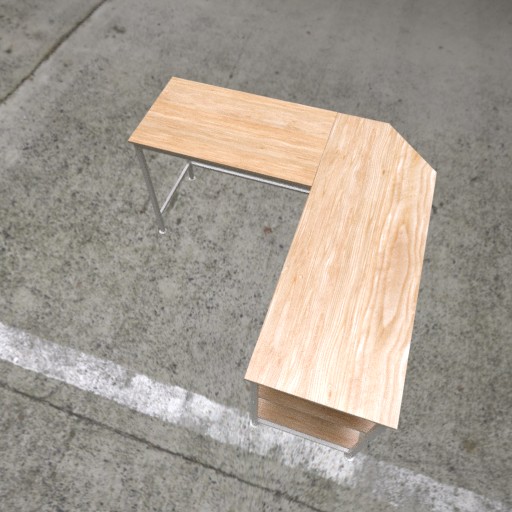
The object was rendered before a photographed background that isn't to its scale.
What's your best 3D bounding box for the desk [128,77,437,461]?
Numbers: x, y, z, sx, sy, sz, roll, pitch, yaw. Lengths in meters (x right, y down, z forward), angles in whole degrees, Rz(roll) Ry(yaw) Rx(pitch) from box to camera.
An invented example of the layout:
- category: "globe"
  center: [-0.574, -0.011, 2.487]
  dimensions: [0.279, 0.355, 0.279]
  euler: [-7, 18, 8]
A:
- category: "desk"
  center: [0.000, 0.000, 2.149]
  dimensions: [1.379, 0.739, 1.379]
  euler: [16, 59, 10]
